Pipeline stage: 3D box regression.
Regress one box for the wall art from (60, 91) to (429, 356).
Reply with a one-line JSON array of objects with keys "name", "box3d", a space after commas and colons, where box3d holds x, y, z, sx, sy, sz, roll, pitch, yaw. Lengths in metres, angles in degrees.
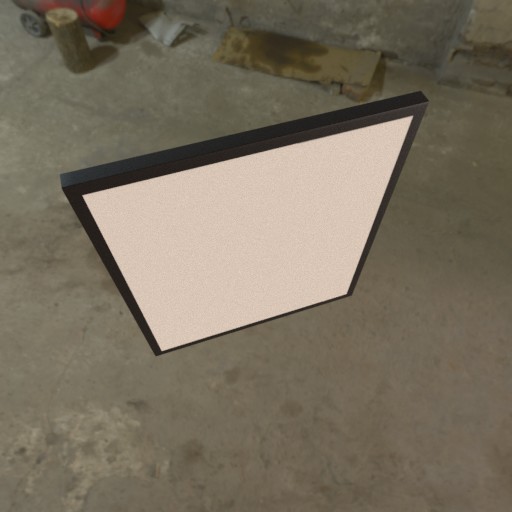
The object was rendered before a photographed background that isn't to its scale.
[{"name": "wall art", "box3d": [0.000, 0.000, 0.714, 0.430, 0.509, 0.021, -16, 59, -10]}]
